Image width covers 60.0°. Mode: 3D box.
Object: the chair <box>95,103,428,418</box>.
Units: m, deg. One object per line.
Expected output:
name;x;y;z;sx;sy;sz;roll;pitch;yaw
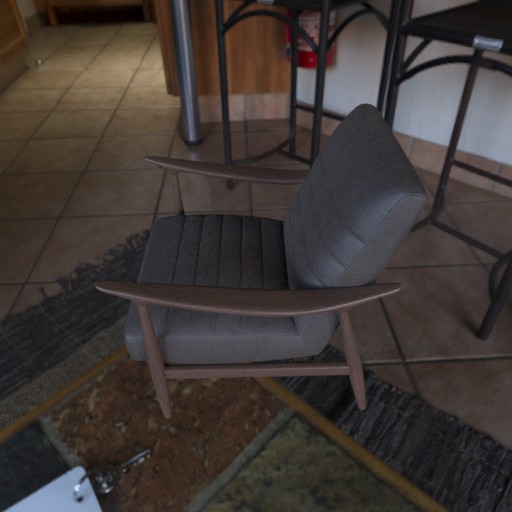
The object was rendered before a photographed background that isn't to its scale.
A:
chair;0.000;0.000;1.462;0.798;0.831;0.741;-1;40;-1
